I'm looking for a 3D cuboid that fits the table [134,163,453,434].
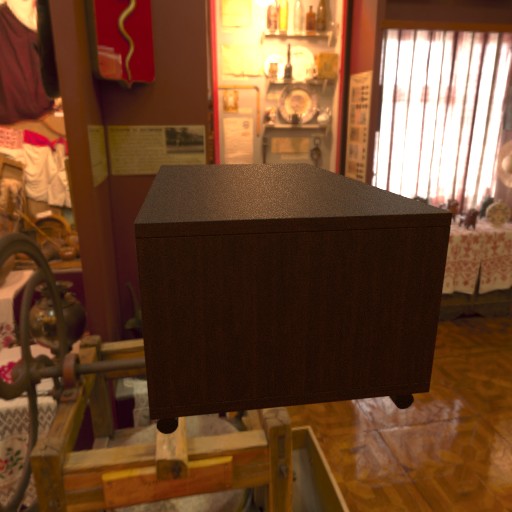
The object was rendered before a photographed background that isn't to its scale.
[{"bbox_3d":[0.000,0.000,1.360,0.590,0.460,1.050,-3,17,-9],"label":"table"}]
